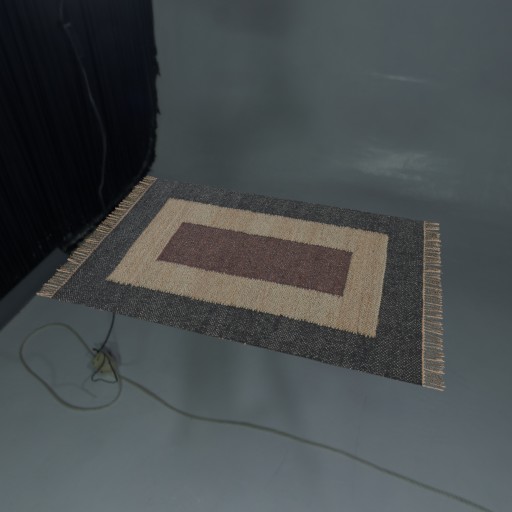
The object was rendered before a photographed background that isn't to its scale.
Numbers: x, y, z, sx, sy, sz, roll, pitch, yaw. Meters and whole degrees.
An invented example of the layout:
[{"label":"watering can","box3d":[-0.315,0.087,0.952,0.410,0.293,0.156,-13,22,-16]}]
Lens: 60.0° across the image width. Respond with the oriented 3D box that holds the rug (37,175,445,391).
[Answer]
[{"label":"rug","box3d":[0.000,0.000,2.508,2.021,0.027,1.224,11,42,12]}]
